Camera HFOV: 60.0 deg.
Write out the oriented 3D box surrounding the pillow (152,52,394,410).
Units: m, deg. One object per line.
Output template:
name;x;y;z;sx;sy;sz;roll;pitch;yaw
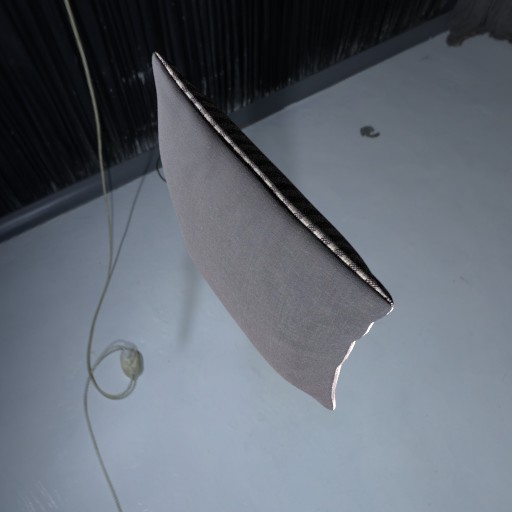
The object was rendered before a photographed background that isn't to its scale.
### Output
pillow;0.000;0.000;0.781;0.166;0.506;0.523;-31;64;-17
